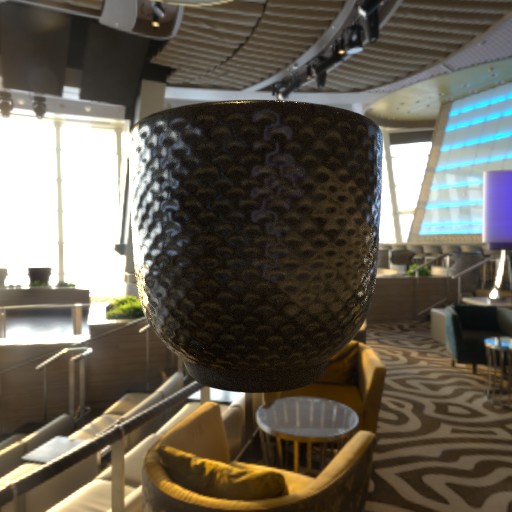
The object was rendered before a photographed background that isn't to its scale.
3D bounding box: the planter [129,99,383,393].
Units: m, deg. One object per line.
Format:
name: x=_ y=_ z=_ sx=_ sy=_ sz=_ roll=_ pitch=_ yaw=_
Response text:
planter: x=0.000 y=0.000 z=0.359 sx=0.197 sy=0.191 sz=0.197 roll=0 pitch=2 yaw=0
